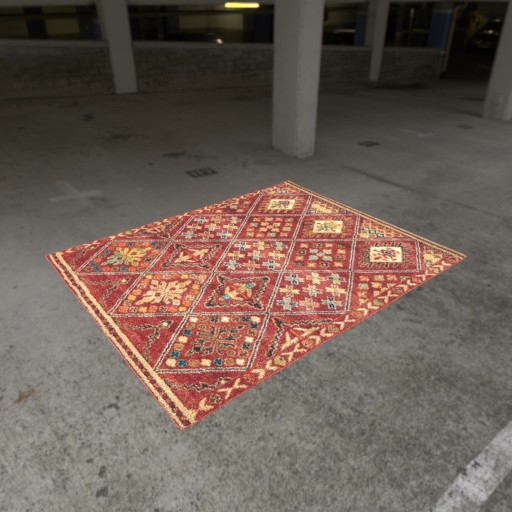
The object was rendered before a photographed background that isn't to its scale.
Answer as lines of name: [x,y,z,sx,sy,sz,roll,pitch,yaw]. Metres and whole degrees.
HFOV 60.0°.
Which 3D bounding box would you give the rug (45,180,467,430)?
rug: [0.000,0.000,4.139,3.086,0.030,2.489,-22,37,-33]
